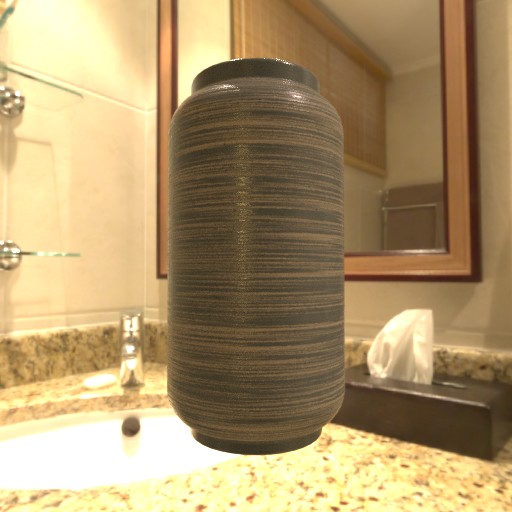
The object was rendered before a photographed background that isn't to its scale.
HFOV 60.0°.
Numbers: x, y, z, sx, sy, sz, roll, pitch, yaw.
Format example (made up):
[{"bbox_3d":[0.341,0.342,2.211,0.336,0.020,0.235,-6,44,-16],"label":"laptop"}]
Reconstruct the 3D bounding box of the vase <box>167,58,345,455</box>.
[{"bbox_3d":[0.000,0.000,0.297,0.116,0.230,0.116,0,-2,0],"label":"vase"}]
